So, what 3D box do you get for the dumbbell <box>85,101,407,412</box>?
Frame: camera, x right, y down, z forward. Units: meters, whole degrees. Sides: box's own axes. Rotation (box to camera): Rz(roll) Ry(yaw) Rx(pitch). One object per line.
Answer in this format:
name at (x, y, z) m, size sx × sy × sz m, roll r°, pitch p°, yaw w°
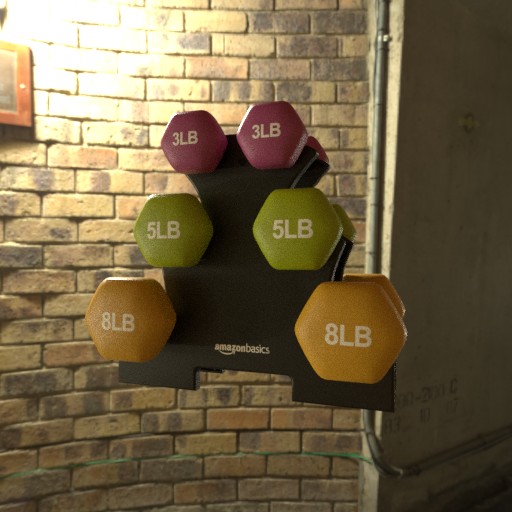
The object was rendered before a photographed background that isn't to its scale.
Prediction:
dumbbell at (0.000, 0.000, 0.465) m, size 0.300 × 0.271 × 0.190 m, roll 0°, pitch 0°, yaw 19°
